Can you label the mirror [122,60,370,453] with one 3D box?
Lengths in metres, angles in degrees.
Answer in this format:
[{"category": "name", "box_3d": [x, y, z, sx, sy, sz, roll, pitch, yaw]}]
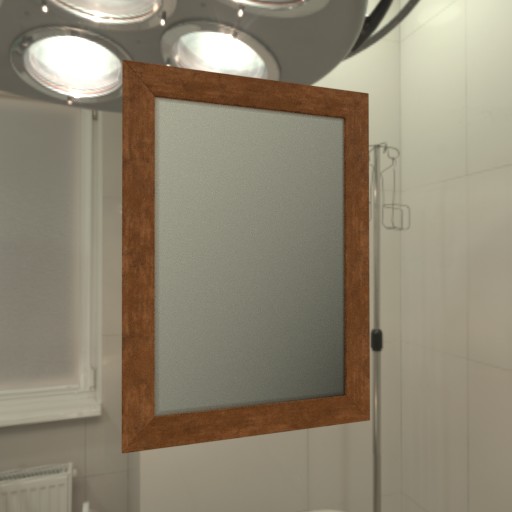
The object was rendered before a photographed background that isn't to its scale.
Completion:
[{"category": "mirror", "box_3d": [0.000, 0.000, 1.373, 0.796, 1.099, 0.028, 0, -1, -19]}]
